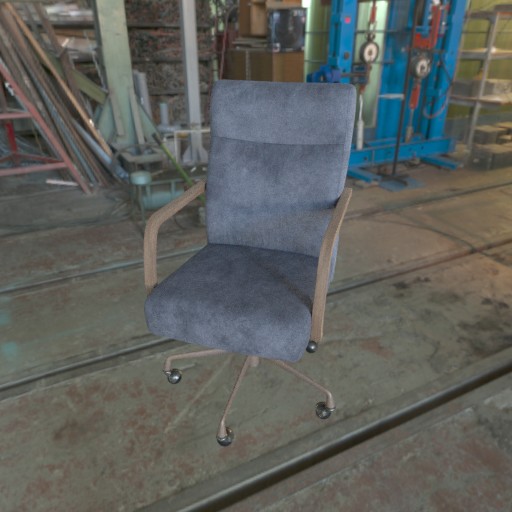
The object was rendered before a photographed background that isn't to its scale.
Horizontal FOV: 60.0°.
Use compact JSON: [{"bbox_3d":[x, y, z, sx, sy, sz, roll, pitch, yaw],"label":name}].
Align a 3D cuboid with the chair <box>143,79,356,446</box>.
[{"bbox_3d":[0.000,0.000,1.469,0.640,1.029,0.741,8,28,16],"label":"chair"}]
